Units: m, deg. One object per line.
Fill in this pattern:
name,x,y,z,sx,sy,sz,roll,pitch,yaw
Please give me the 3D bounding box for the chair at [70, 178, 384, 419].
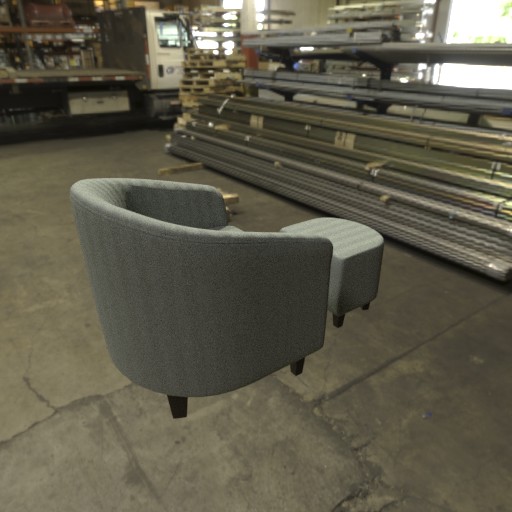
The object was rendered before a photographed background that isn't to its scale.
chair,0.000,0.000,1.764,1.288,0.757,0.756,-18,31,-32
